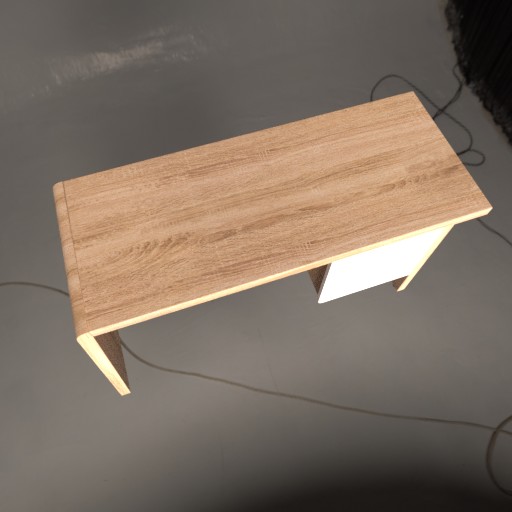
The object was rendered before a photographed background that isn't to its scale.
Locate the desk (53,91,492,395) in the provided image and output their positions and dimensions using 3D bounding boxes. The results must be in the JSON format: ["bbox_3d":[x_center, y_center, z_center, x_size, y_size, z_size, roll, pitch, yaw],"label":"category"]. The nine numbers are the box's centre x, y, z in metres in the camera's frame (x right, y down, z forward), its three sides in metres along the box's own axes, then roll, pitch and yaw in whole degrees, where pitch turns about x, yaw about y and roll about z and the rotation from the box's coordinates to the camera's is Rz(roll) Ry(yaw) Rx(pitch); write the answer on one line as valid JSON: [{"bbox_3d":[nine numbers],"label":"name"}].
[{"bbox_3d":[0.000,0.000,1.649,1.300,0.750,0.500,-17,65,-8],"label":"desk"}]
